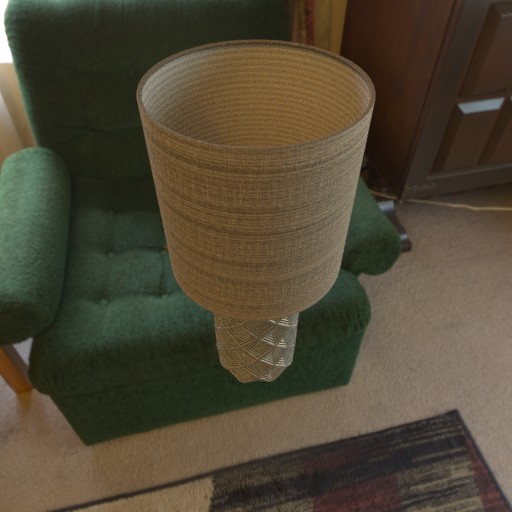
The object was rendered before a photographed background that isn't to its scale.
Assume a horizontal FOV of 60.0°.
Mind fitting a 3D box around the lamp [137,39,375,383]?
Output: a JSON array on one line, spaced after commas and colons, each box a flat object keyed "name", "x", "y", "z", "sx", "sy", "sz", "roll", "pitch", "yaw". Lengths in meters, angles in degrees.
[{"name": "lamp", "x": 0.000, "y": 0.000, "z": 0.711, "sx": 0.268, "sy": 0.566, "sz": 0.269, "roll": -24, "pitch": 51, "yaw": -21}]
